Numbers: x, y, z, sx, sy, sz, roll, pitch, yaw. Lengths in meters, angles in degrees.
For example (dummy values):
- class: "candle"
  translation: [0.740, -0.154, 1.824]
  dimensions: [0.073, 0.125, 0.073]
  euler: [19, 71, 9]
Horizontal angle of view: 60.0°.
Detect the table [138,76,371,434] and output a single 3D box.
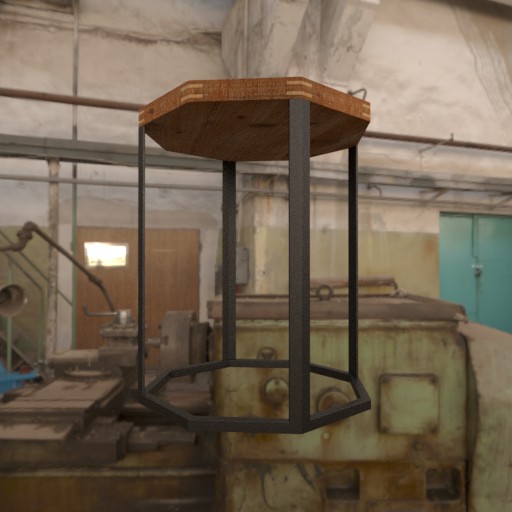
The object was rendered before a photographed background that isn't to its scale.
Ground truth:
- class: "table"
  translation: [0.000, 0.000, 0.890]
  dimensions: [0.458, 0.543, 0.458]
  euler: [0, 0, -18]
